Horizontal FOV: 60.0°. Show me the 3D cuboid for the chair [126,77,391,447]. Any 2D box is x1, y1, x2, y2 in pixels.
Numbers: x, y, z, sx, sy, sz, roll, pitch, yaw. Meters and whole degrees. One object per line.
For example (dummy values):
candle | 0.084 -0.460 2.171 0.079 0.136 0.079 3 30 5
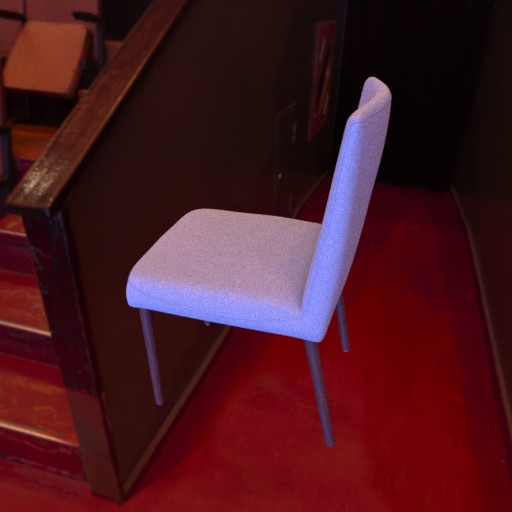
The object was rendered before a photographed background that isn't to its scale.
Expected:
chair | 0.000 0.000 1.171 0.570 0.859 0.456 8 32 14
